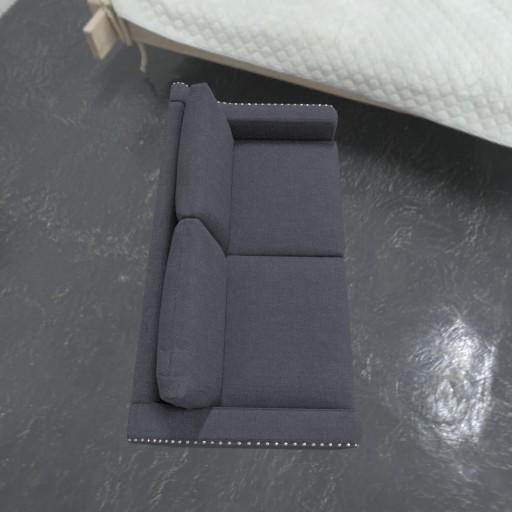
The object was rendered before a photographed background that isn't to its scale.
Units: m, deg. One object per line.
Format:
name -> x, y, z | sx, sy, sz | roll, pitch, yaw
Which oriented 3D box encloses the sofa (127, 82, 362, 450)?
sofa -> 0.000, 0.000, 3.220 | 1.336, 1.196, 2.550 | 1, 65, 0
